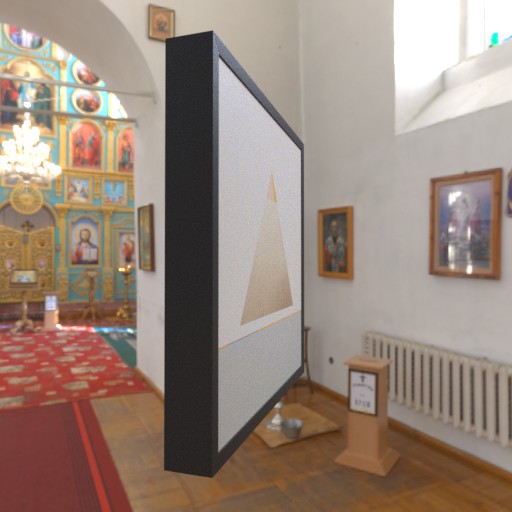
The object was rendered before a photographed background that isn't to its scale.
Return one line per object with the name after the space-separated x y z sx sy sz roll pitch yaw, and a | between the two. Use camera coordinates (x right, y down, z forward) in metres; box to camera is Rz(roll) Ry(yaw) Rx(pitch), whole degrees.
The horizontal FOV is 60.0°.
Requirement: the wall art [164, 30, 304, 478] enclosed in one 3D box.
0.000 0.000 0.450 0.037 0.303 0.304 0 -1 18 | wall art
